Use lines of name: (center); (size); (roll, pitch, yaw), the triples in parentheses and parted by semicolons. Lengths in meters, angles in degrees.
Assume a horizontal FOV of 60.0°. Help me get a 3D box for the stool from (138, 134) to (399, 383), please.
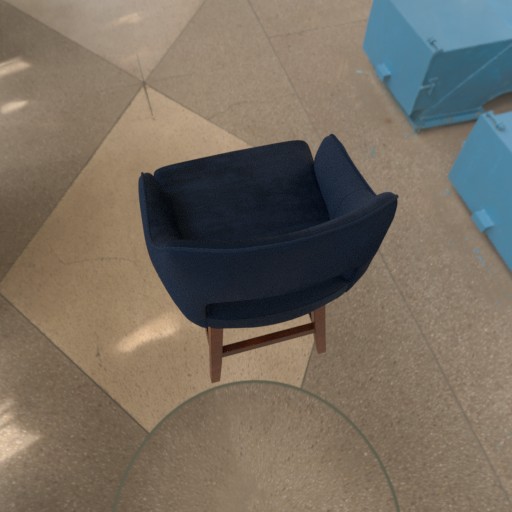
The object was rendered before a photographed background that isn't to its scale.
stool: (0.000, 0.000, 1.269); (0.550, 0.940, 0.560); (-13, 59, -8)
